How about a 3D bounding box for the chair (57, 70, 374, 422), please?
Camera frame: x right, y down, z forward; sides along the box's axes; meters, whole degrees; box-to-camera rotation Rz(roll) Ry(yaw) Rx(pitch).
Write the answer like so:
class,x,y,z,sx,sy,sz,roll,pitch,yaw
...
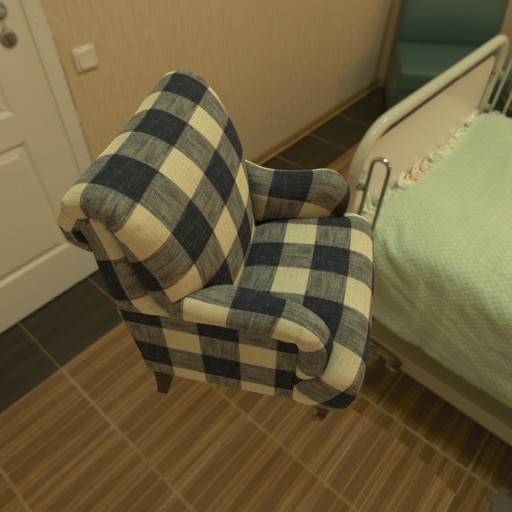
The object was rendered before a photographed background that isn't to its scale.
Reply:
class,x,y,z,sx,sy,sz,roll,pitch,yaw
chair,0.000,0.000,1.541,0.848,0.953,0.781,9,47,8
